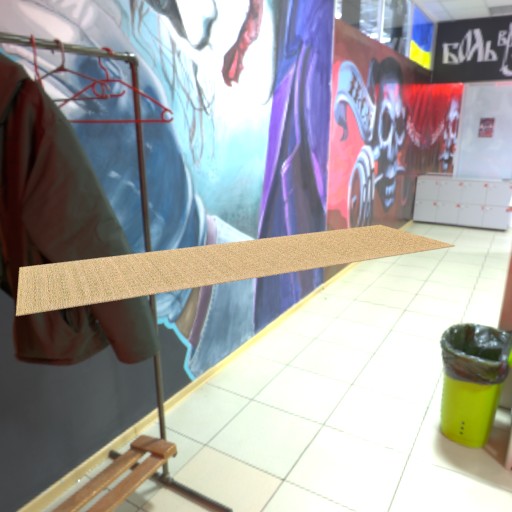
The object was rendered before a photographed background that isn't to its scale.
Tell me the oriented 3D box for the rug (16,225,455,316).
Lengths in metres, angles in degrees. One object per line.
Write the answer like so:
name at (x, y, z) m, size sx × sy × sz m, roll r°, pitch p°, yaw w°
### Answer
rug at (0.000, 0.000, 2.554) m, size 2.437 × 0.006 × 0.686 m, roll -8°, pitch 18°, yaw -25°
